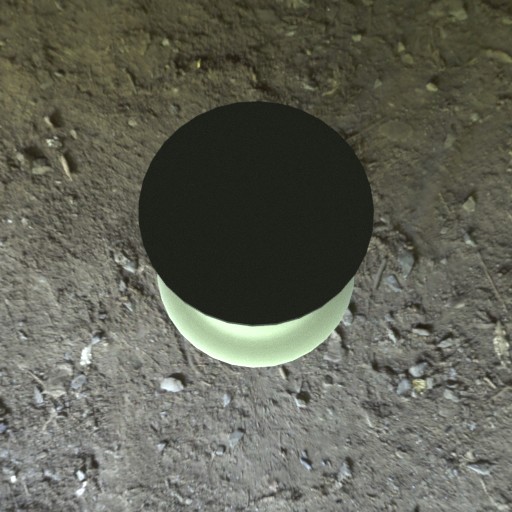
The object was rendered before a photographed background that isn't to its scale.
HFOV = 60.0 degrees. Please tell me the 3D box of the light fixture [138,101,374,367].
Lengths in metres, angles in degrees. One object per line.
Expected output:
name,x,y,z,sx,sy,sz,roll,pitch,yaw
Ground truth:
light fixture,0.000,0.000,0.405,0.197,0.254,0.197,0,75,0
